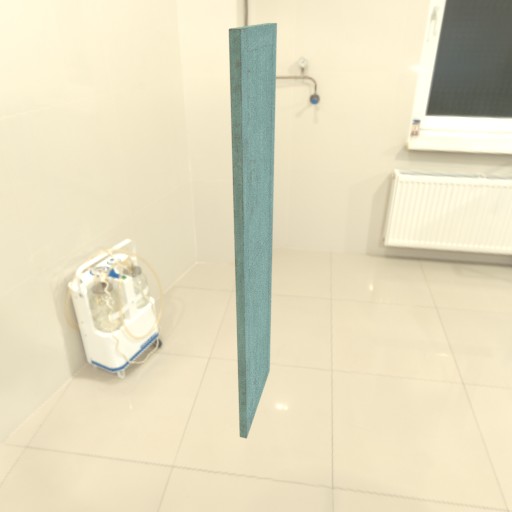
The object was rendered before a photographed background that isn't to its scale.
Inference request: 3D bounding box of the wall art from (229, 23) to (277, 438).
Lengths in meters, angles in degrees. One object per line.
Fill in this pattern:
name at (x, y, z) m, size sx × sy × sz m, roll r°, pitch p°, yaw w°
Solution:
wall art at (0.000, 0.000, 1.320) m, size 0.025 × 1.219 × 0.329 m, roll 8°, pitch 30°, yaw 13°
